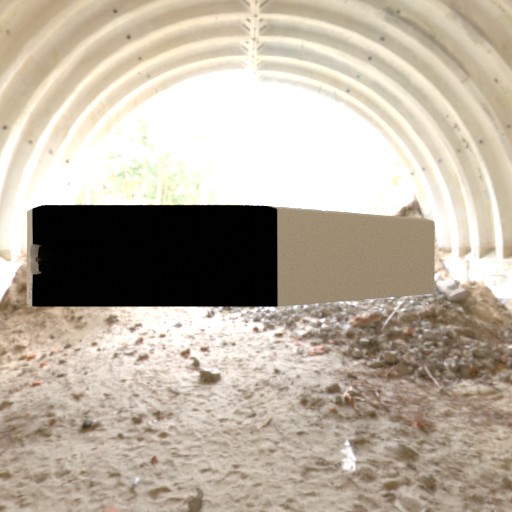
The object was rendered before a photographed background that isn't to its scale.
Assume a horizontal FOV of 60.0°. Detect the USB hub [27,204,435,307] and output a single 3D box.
[{"bbox_3d":[0.000,0.000,0.124,0.110,0.023,0.044,0,0,-36],"label":"USB hub"}]
